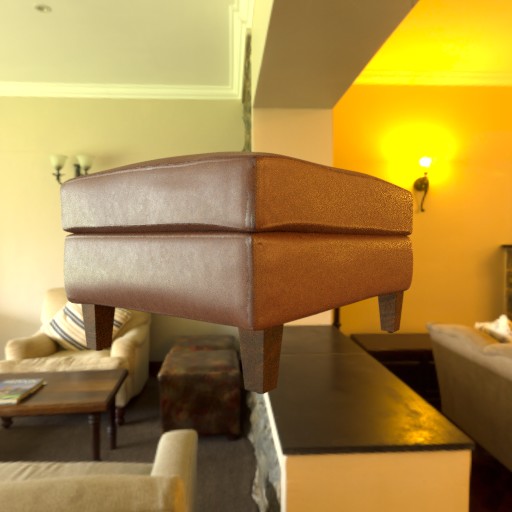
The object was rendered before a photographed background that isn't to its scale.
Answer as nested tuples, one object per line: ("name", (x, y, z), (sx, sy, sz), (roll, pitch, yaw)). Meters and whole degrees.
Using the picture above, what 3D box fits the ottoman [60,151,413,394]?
("ottoman", (0.000, 0.000, 1.263), (0.650, 0.485, 0.851), (2, 3, 37))
